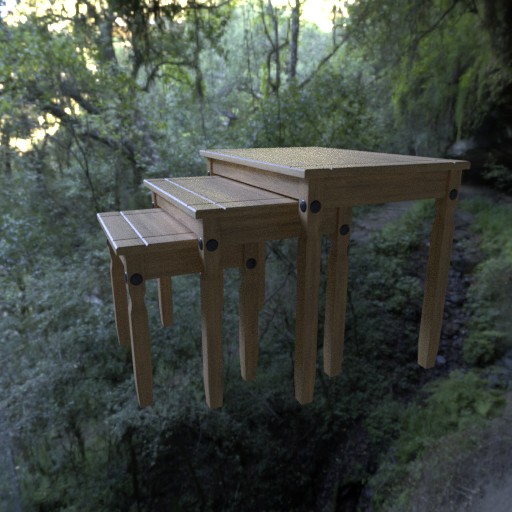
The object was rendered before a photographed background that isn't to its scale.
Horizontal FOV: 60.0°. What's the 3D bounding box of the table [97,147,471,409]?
[{"bbox_3d":[0.000,0.000,1.219,0.773,0.535,0.660,-7,18,-23],"label":"table"}]
